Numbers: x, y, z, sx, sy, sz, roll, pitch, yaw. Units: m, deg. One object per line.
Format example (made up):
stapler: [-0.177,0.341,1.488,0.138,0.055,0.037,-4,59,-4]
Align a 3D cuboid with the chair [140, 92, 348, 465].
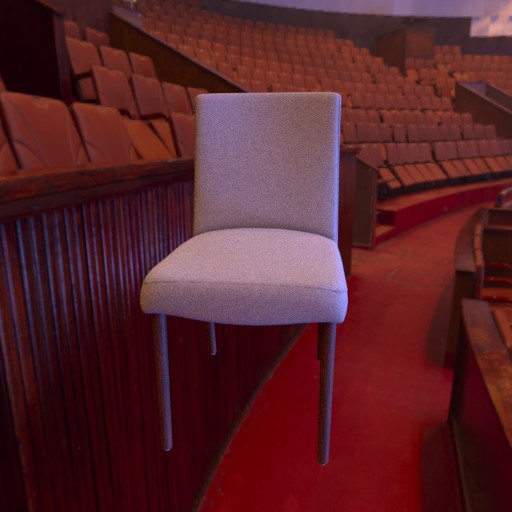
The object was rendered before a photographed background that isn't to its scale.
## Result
chair: [0.000,0.000,1.170,0.456,0.859,0.570,2,15,7]
